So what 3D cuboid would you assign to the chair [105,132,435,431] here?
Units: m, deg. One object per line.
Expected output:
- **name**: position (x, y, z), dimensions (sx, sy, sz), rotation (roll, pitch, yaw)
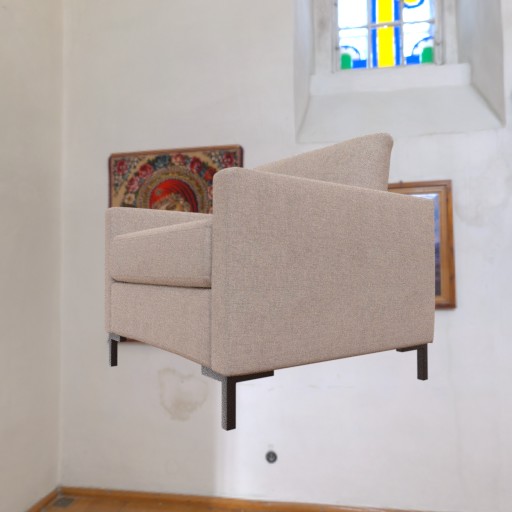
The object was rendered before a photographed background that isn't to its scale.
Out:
- **chair**: position (0.000, 0.000, 1.646), dimensions (0.866, 0.861, 0.963), rotation (1, -2, -36)
